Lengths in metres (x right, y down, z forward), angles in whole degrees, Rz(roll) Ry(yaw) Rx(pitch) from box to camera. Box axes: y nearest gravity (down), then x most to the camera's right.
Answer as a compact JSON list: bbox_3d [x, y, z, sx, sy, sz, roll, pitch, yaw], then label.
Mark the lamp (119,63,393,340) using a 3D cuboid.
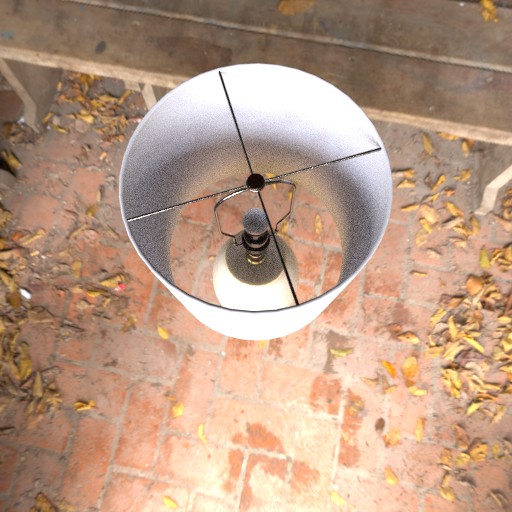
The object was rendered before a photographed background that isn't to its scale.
[{"bbox_3d":[0.000,0.000,0.568,0.217,0.453,0.217,-17,75,-5],"label":"lamp"}]
